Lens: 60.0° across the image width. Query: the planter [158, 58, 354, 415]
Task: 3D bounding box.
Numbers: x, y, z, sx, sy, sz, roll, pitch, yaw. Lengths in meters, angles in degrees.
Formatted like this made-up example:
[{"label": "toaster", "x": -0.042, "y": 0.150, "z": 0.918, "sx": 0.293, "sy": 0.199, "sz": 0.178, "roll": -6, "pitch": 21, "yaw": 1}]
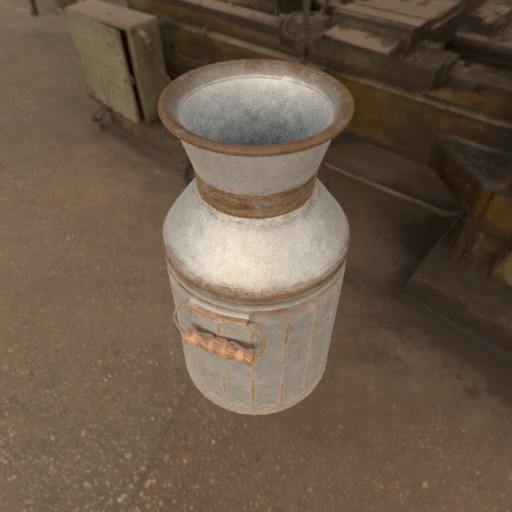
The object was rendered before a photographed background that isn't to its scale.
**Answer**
[{"label": "planter", "x": 0.000, "y": 0.000, "z": 0.527, "sx": 0.214, "sy": 0.396, "sz": 0.245, "roll": 16, "pitch": 48, "yaw": 15}]
